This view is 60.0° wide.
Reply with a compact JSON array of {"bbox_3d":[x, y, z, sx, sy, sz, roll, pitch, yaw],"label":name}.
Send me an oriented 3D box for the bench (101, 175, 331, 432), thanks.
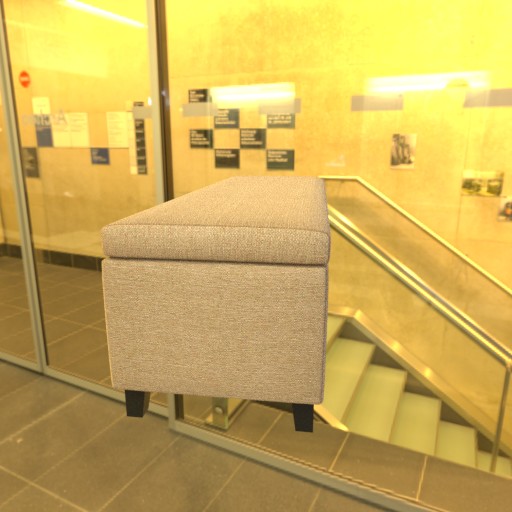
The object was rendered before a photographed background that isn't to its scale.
[{"bbox_3d":[0.000,0.000,1.457,0.446,0.438,1.269,2,14,8],"label":"bench"}]
